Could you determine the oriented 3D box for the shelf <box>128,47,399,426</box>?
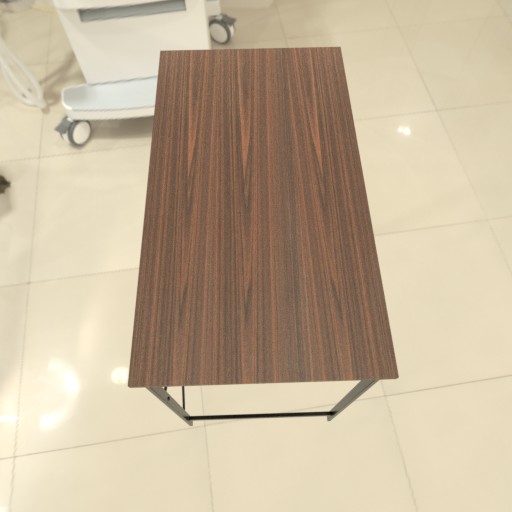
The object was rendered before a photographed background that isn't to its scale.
[{"bbox_3d":[0.000,0.000,1.350,0.498,0.750,0.902,-2,63,-1],"label":"shelf"}]
